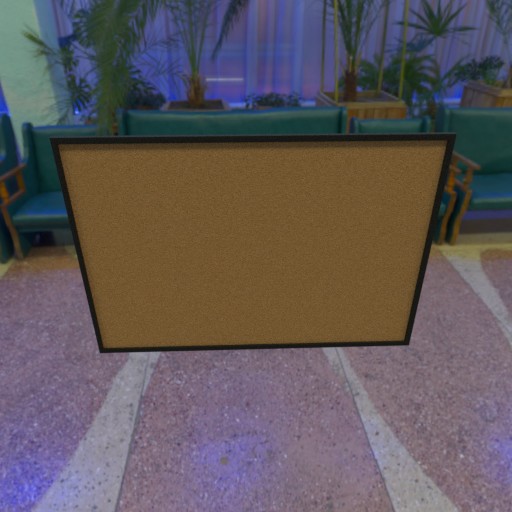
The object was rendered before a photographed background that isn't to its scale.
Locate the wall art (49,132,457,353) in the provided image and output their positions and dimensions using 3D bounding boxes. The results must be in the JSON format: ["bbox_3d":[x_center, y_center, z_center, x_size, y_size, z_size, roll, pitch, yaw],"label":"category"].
[{"bbox_3d":[0.000,0.000,1.220,0.963,0.665,0.013,-1,30,-2],"label":"wall art"}]
